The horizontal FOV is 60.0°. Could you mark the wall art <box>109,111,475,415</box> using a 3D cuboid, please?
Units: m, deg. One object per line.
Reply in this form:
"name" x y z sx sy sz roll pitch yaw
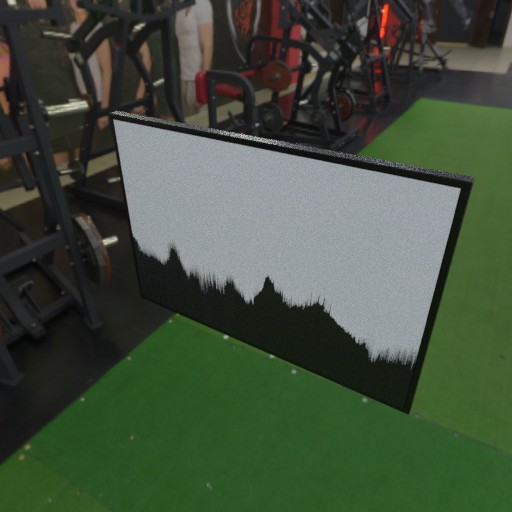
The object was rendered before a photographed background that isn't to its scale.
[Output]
"wall art" 0.000 0.000 0.835 0.659 0.446 0.022 18 36 27
